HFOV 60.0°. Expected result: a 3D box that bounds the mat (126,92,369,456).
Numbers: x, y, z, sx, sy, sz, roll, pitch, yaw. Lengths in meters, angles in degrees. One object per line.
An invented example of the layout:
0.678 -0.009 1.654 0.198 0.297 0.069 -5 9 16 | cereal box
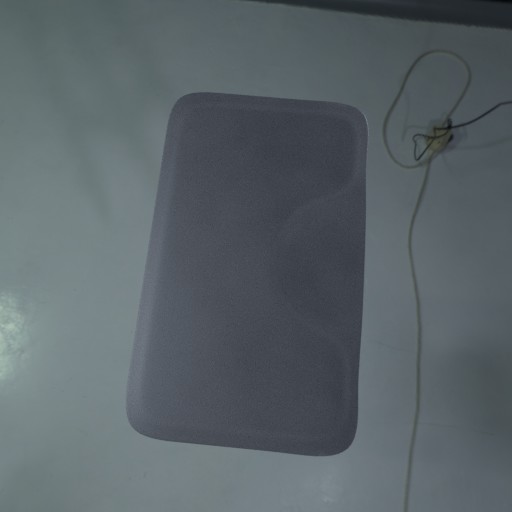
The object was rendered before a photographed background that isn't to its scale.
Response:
0.000 0.000 1.874 0.918 0.013 1.524 5 77 1 | mat
